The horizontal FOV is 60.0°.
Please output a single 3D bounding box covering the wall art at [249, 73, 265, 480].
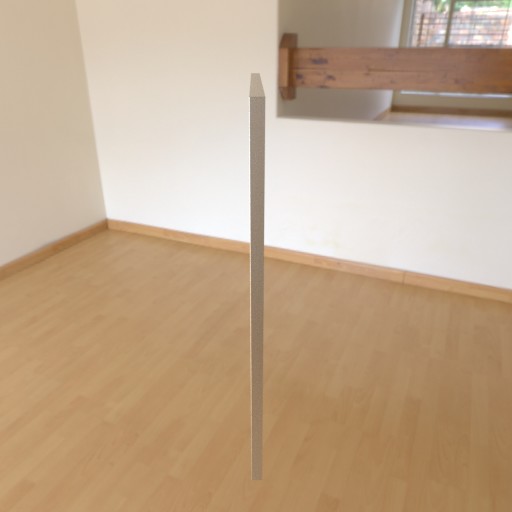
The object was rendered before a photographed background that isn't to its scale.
[{"bbox_3d":[0.000,0.000,1.425,0.030,1.046,0.816,0,25,0],"label":"wall art"}]
